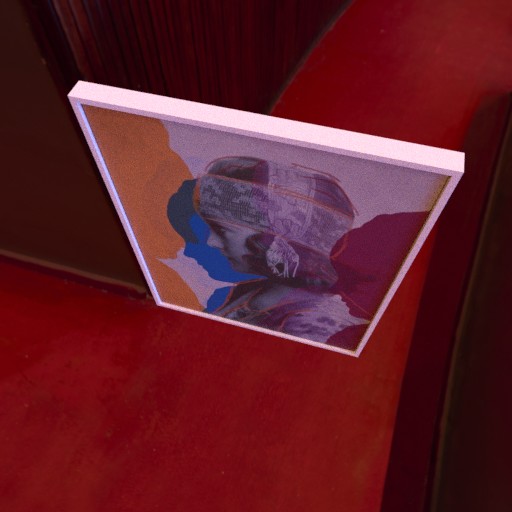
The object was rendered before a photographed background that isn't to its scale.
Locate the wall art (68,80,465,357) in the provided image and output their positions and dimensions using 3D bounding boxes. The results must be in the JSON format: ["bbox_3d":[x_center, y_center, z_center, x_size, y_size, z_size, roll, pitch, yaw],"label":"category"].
[{"bbox_3d":[0.000,0.000,0.718,0.443,0.549,0.030,13,59,8],"label":"wall art"}]
